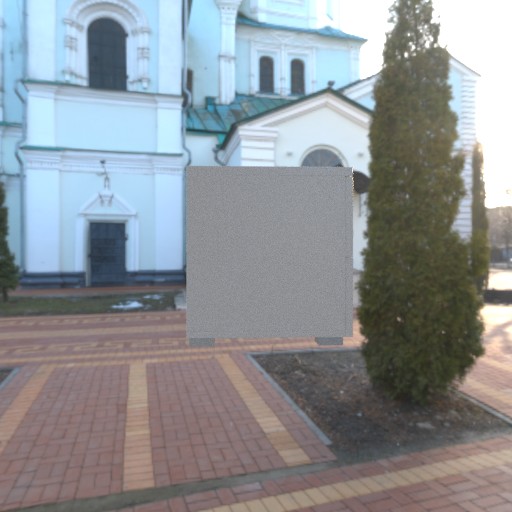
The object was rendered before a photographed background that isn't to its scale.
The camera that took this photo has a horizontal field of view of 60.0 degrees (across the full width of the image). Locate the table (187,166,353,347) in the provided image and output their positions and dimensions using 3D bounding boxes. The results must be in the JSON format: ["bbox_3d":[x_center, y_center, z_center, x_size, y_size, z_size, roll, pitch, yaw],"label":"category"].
[{"bbox_3d":[0.000,0.000,1.859,0.390,0.420,1.650,0,0,-2],"label":"table"}]
